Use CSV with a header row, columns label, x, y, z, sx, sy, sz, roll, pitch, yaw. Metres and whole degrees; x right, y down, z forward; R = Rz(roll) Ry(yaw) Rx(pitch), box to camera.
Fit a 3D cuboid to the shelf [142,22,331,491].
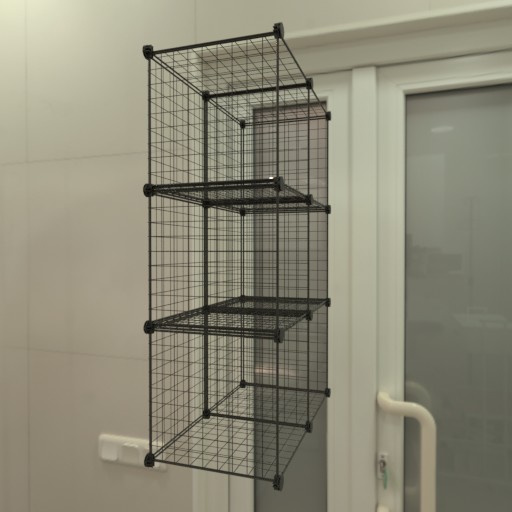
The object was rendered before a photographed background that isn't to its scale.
label,x,y,z,sx,sy,sz,roll,pitch,yaw
shelf,0.000,0.000,1.388,0.356,1.067,0.711,0,1,19
